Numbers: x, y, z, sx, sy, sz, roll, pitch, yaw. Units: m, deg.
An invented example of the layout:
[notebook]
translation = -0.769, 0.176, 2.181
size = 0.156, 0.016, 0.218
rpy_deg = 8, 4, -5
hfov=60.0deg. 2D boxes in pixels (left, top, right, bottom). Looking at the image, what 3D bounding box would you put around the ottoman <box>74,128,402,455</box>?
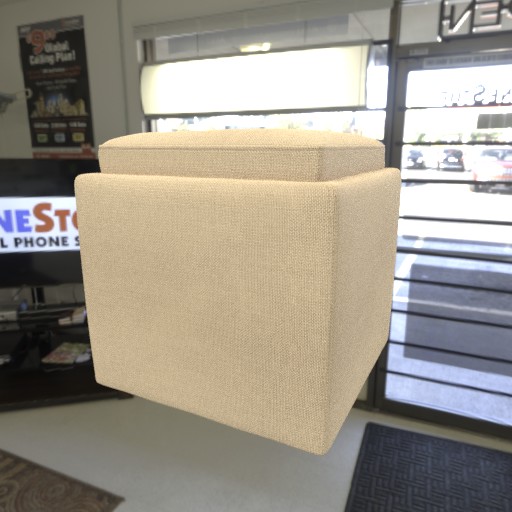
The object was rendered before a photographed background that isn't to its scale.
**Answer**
[ottoman]
translation = 0.000, 0.000, 0.837
size = 0.450, 0.460, 0.451
rpy_deg = 7, 16, 26
